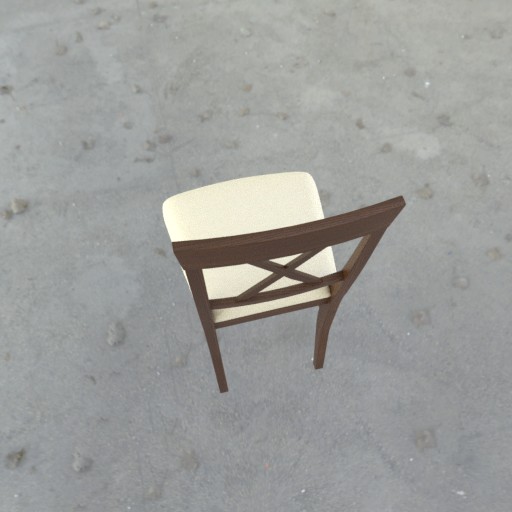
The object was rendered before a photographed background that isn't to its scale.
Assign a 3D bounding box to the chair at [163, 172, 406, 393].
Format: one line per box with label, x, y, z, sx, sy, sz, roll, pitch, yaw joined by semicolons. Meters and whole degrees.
chair;0.000;0.000;1.178;0.440;0.913;0.480;-12;60;-7
